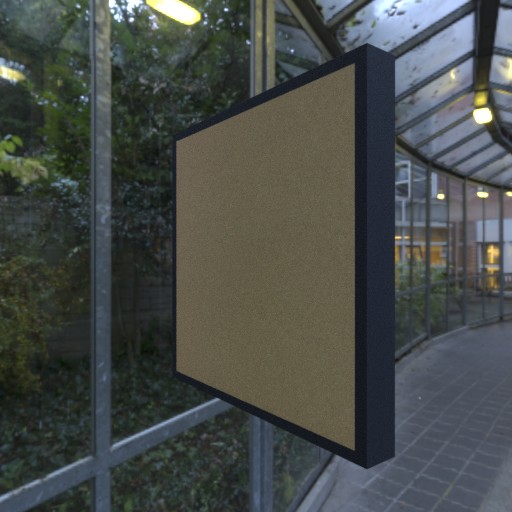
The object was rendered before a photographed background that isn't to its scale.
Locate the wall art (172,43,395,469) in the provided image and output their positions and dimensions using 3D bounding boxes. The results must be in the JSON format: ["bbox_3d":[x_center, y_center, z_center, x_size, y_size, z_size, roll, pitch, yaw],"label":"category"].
[{"bbox_3d":[0.000,0.000,0.447,0.033,0.304,0.305,0,0,-37],"label":"wall art"}]
